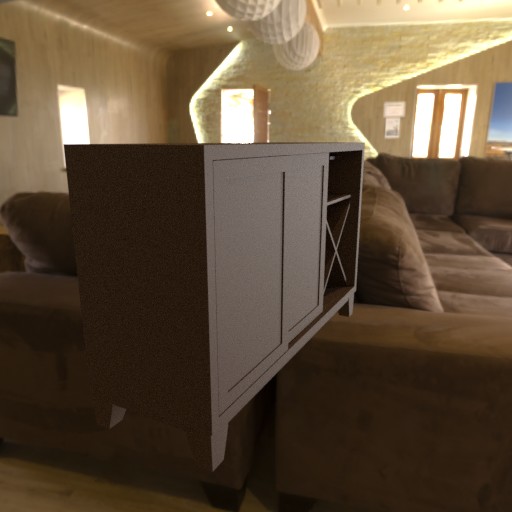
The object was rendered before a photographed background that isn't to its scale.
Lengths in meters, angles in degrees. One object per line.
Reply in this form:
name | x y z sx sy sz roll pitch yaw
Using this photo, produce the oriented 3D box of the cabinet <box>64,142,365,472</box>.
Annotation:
cabinet | 0.000 0.000 1.852 0.482 0.914 1.396 8 17 28
